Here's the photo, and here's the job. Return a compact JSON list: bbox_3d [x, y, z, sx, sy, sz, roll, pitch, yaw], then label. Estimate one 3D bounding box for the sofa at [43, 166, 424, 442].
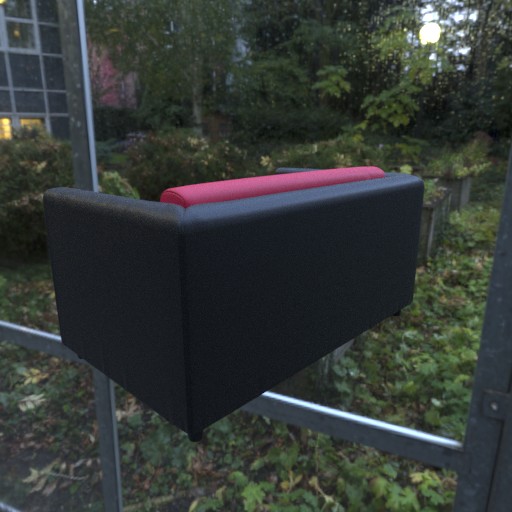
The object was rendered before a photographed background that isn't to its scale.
[{"bbox_3d":[0.000,0.000,1.918,0.845,0.735,1.410,14,21,42],"label":"sofa"}]
